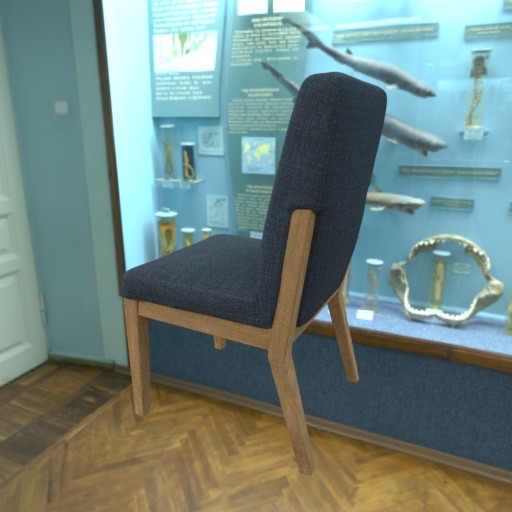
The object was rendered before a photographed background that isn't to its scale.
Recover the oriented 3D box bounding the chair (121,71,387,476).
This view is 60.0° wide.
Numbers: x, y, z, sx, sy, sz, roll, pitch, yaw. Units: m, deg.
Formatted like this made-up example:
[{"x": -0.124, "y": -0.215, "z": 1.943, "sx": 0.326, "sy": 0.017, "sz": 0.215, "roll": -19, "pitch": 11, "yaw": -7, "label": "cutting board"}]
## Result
[{"x": 0.000, "y": 0.000, "z": 1.254, "sx": 0.586, "sy": 0.911, "sz": 0.507, "roll": 8, "pitch": 18, "yaw": 25, "label": "chair"}]
